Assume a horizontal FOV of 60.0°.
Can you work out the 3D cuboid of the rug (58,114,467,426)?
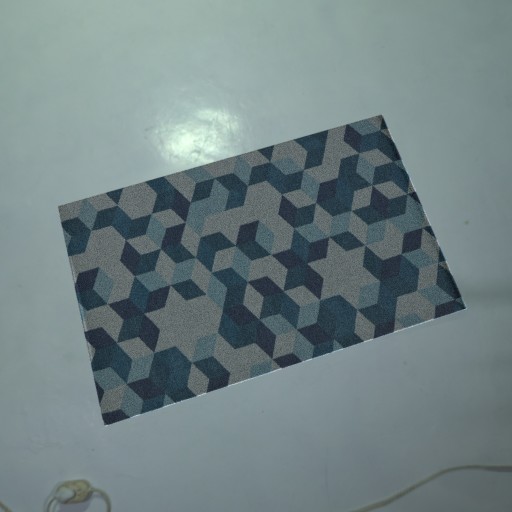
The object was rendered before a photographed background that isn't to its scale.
[{"bbox_3d":[0.000,0.000,3.013,2.438,0.015,1.518,-17,76,-4],"label":"rug"}]
